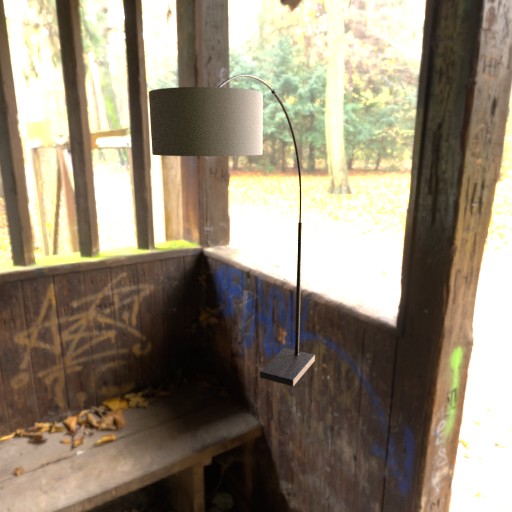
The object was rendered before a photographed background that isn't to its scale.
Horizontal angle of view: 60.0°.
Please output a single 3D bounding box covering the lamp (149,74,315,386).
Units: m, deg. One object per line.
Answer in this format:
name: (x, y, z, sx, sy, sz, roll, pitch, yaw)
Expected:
lamp: (0.000, 0.000, 2.549, 0.493, 1.927, 1.424, 8, 16, 27)
